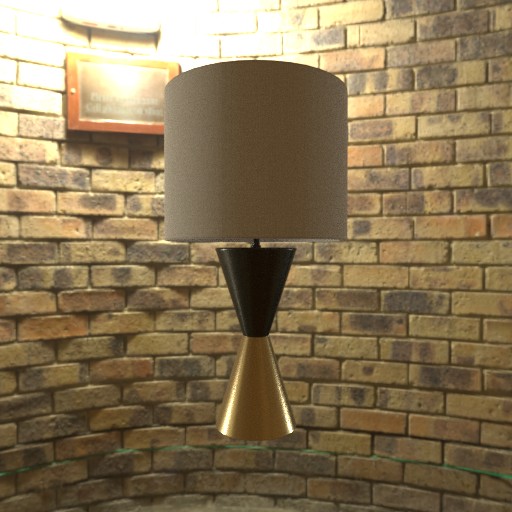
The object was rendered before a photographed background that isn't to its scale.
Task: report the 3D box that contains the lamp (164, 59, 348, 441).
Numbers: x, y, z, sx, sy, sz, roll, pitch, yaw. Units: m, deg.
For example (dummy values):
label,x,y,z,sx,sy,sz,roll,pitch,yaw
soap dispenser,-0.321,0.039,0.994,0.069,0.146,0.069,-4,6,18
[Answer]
label,x,y,z,sx,sy,sz,roll,pitch,yaw
lamp,0.000,0.000,0.753,0.304,0.573,0.304,1,1,36
